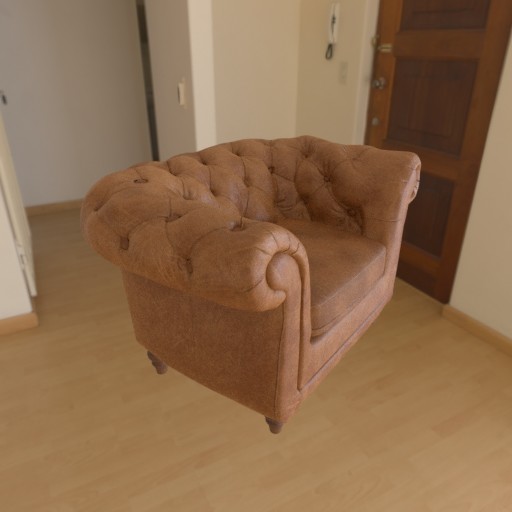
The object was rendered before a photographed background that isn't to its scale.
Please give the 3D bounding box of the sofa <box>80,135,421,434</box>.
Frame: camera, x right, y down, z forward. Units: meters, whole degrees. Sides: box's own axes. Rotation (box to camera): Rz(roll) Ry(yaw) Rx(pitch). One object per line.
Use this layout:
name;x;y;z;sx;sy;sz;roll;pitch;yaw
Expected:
sofa;0.000;0.000;2.000;1.033;0.878;1.405;18;31;32
